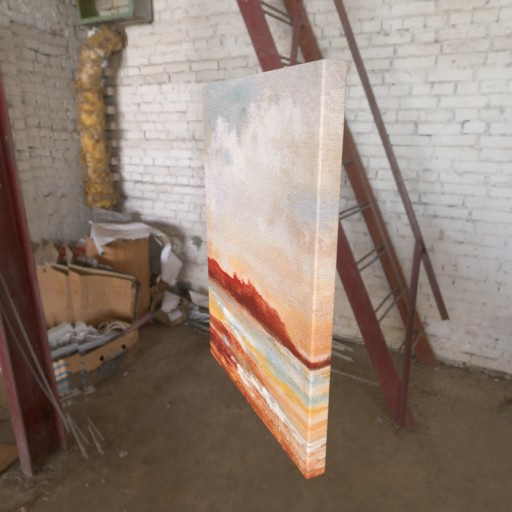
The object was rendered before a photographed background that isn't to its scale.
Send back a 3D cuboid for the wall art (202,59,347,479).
[{"bbox_3d":[0.000,0.000,0.801,0.035,0.605,0.443,-8,19,-24],"label":"wall art"}]
